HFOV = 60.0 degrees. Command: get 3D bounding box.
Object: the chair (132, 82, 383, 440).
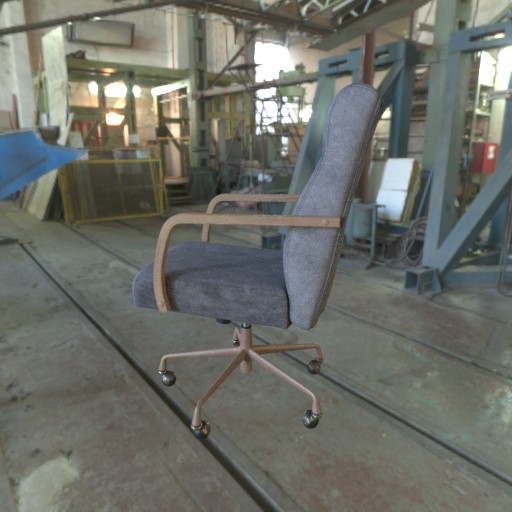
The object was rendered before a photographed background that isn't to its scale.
[{"bbox_3d":[0.000,0.000,1.490,0.741,1.029,0.640,2,14,9],"label":"chair"}]
